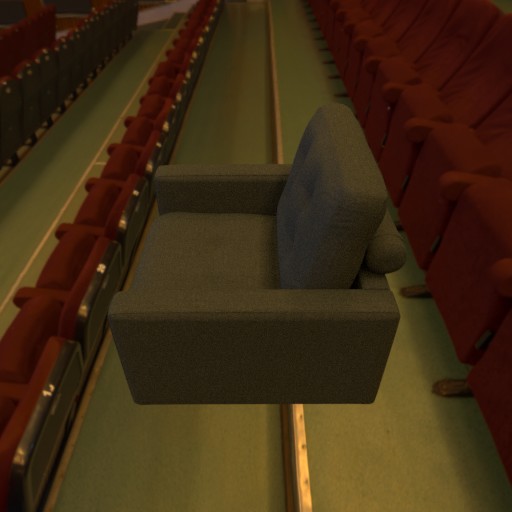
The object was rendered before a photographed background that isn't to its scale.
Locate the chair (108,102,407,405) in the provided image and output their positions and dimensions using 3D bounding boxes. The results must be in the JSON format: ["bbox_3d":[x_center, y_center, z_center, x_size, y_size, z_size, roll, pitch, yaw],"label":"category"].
[{"bbox_3d":[0.000,0.000,1.553,0.843,0.880,0.821,0,40,0],"label":"chair"}]
